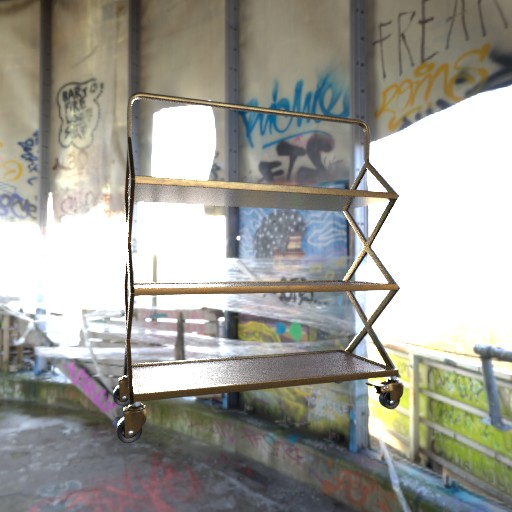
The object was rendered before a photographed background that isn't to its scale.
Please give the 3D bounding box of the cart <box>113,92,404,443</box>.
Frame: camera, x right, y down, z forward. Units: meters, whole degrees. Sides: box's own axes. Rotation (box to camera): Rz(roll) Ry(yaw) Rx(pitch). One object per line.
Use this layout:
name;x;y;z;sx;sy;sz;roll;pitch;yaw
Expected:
cart;0.000;0.000;1.196;0.723;0.805;0.313;0;-1;-19
